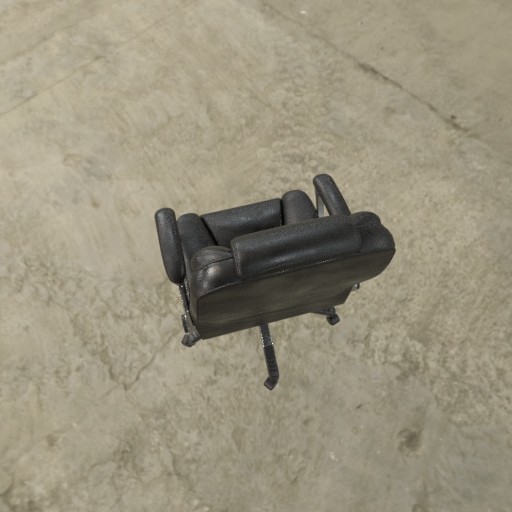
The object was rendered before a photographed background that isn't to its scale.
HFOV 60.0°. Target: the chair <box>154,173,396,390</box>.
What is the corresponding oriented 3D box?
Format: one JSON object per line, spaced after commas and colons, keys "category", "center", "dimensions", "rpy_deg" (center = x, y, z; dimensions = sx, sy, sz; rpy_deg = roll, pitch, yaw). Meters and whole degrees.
{"category": "chair", "center": [0.000, 0.000, 1.536], "dimensions": [0.697, 1.075, 0.689], "rpy_deg": [-13, 61, -7]}
